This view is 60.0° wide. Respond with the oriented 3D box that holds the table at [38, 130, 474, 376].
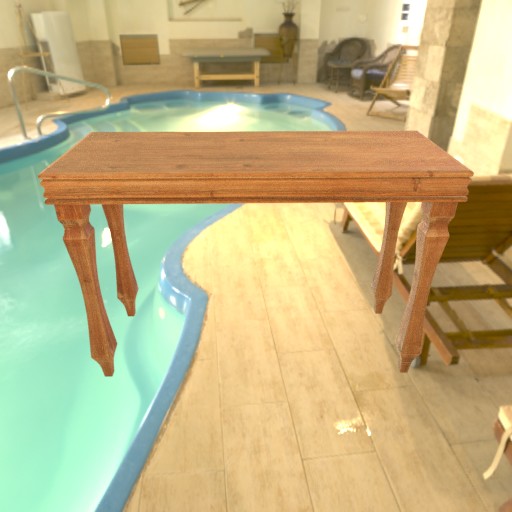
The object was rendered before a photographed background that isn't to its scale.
[{"bbox_3d":[0.000,0.000,1.789,1.330,0.873,0.522,-1,29,-1],"label":"table"}]
